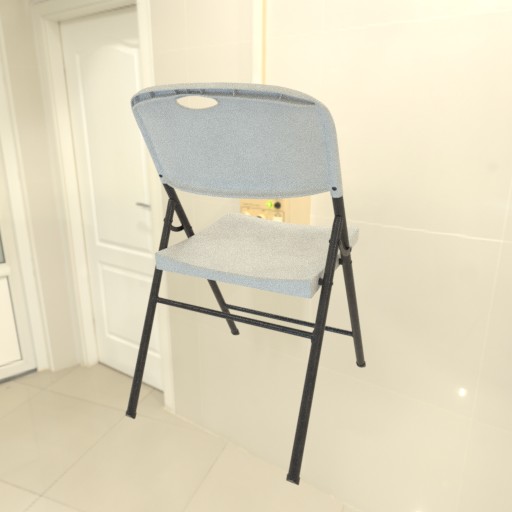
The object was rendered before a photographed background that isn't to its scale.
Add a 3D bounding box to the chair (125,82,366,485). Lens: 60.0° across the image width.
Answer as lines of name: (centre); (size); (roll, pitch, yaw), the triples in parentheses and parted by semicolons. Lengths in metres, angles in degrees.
chair: (0.000, 0.000, 1.159); (0.494, 0.810, 0.566); (9, 19, 27)
